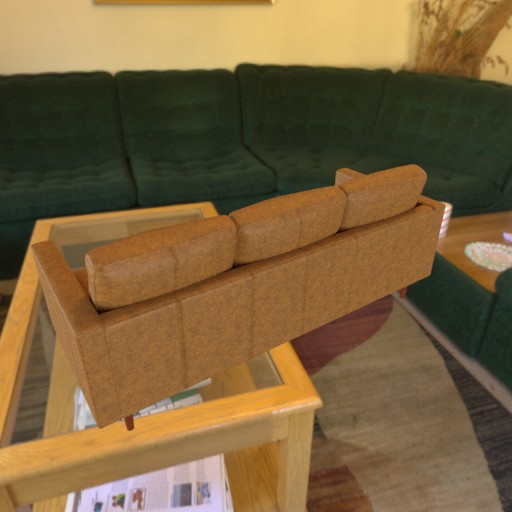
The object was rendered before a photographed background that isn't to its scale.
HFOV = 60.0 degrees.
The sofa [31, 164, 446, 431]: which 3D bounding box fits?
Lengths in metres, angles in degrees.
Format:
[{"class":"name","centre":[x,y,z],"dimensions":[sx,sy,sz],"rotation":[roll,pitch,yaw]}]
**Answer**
[{"class":"sofa","centre":[0.000,0.000,2.617],"dimensions":[2.231,0.930,0.903],"rotation":[-18,34,-29]}]
